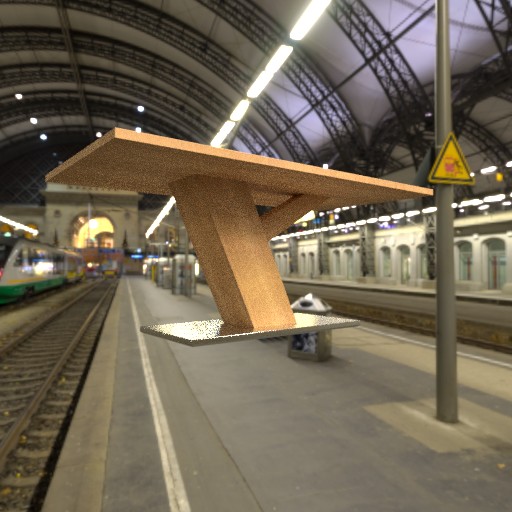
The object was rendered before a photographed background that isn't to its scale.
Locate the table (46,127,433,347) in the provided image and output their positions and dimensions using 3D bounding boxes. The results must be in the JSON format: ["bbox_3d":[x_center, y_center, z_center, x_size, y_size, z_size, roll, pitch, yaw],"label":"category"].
[{"bbox_3d":[0.000,0.000,2.266,1.800,0.750,0.900,1,-2,-38],"label":"table"}]
